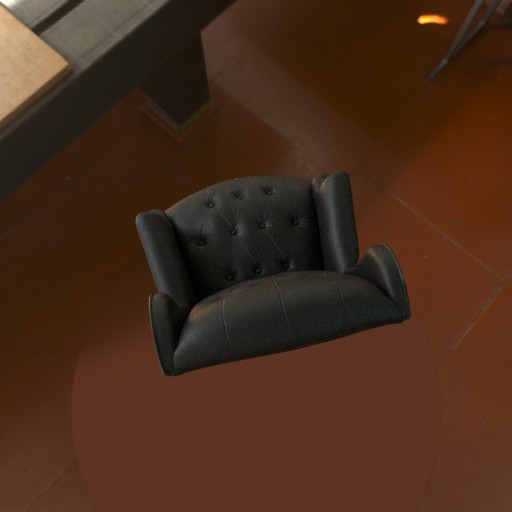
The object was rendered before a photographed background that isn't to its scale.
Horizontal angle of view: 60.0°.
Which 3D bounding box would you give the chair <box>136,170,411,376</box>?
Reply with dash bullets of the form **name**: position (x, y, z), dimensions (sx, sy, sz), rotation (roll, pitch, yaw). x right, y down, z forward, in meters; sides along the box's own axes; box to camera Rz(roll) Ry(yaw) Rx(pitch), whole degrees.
- **chair**: position (0.000, 0.000, 1.722), dimensions (0.831, 1.133, 0.822), rotation (-12, 74, -4)
